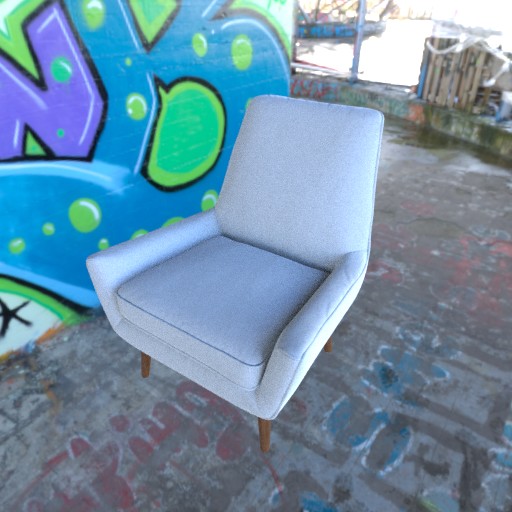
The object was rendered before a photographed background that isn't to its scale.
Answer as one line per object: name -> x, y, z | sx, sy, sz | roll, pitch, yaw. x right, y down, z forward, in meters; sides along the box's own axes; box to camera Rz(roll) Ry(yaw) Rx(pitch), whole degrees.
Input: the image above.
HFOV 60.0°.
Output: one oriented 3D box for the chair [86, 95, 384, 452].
chair -> 0.000, 0.000, 1.490 | 0.787, 0.888, 0.822 | 20, 36, 30
